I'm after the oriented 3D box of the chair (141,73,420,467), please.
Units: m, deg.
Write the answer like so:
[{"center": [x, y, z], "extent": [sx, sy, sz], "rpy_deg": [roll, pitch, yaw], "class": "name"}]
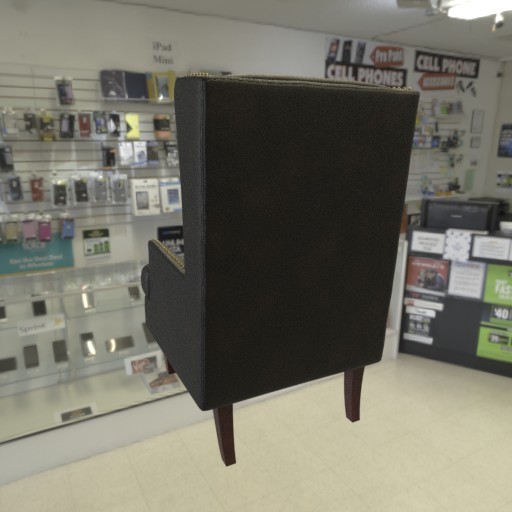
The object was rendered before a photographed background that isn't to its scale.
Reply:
[{"center": [0.000, 0.000, 1.619], "extent": [0.703, 1.142, 0.799], "rpy_deg": [-7, 16, -26], "class": "chair"}]
